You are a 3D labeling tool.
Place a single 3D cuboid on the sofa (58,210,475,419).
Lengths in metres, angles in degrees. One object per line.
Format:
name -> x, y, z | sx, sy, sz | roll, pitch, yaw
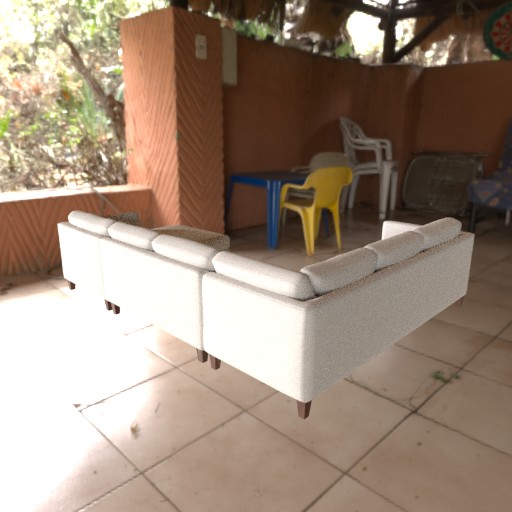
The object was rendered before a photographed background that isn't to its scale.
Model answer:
sofa -> 0.000, 0.000, 4.354 | 3.238, 0.853, 2.551 | 15, 22, 42
